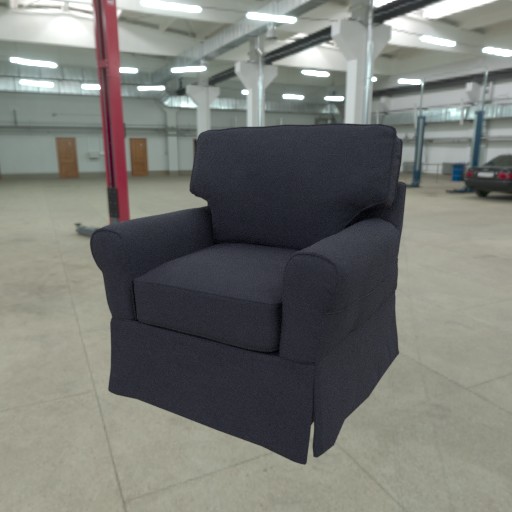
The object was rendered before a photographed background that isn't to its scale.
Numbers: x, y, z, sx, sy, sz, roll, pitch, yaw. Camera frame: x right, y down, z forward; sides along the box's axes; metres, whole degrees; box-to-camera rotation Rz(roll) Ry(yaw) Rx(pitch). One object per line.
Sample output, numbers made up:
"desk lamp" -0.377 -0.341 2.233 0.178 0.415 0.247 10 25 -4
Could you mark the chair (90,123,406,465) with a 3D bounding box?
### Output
"chair" 0.000 0.000 1.951 1.119 1.140 1.002 7 15 28
